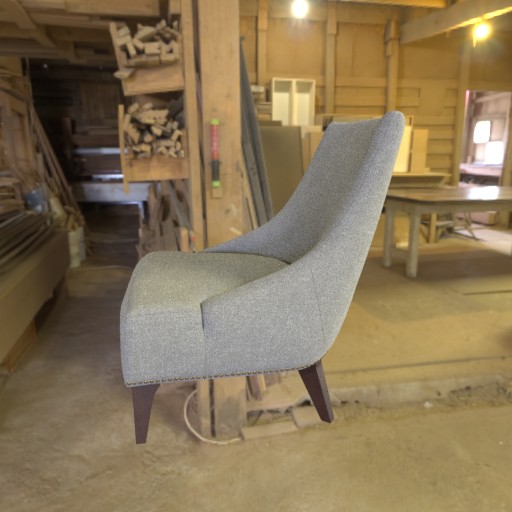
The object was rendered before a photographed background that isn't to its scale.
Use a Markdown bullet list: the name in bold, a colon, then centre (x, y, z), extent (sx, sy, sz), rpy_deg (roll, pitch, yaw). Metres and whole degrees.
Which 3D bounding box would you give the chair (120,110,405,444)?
- **chair**: centre (0.000, 0.000, 1.504), extent (0.861, 0.909, 0.701), rpy_deg (-2, 13, -9)
